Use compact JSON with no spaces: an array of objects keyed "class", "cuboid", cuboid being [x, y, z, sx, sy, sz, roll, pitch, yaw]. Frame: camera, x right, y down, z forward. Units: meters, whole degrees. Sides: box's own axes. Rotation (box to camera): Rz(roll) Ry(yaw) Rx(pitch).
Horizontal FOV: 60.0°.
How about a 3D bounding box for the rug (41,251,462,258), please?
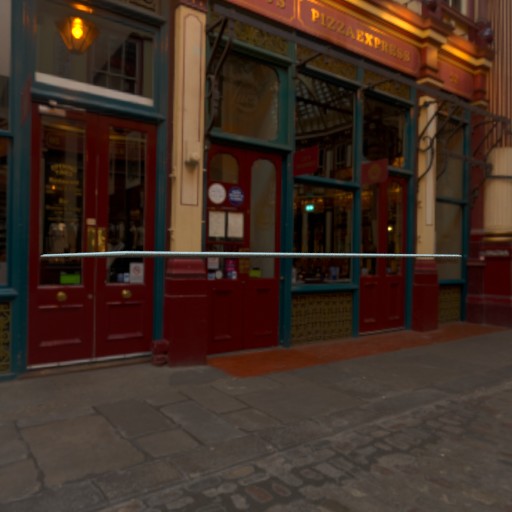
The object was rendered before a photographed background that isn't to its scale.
[{"class":"rug","cuboid":[0.000,0.000,2.319,1.840,0.012,1.219,0,-1,-36]}]
